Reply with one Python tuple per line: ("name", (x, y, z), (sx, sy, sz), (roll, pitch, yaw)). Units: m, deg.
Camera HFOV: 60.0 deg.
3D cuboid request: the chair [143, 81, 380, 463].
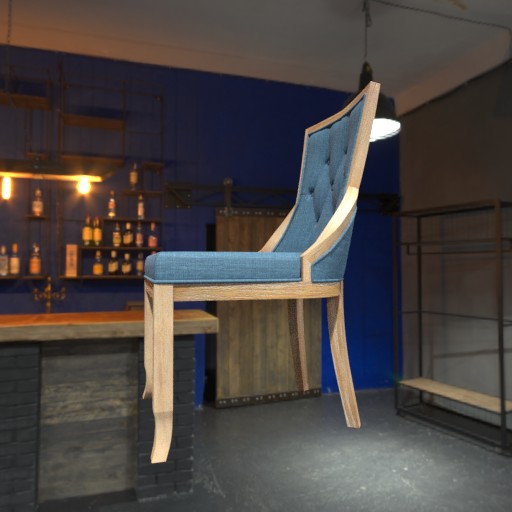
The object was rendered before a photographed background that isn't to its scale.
("chair", (0.000, 0.000, 1.341), (0.641, 0.947, 0.524), (0, -1, -16))
